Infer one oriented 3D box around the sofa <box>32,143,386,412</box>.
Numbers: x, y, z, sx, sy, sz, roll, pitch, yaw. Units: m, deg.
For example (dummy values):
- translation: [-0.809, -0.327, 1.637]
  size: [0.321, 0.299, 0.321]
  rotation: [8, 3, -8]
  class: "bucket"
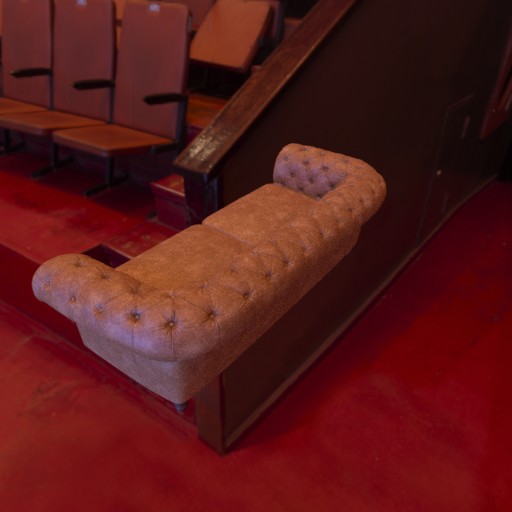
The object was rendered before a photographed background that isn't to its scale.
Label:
- translation: [0.000, 0.000, 2.823]
  size: [0.989, 0.760, 2.365]
  rotation: [22, 39, 30]
  class: "sofa"
